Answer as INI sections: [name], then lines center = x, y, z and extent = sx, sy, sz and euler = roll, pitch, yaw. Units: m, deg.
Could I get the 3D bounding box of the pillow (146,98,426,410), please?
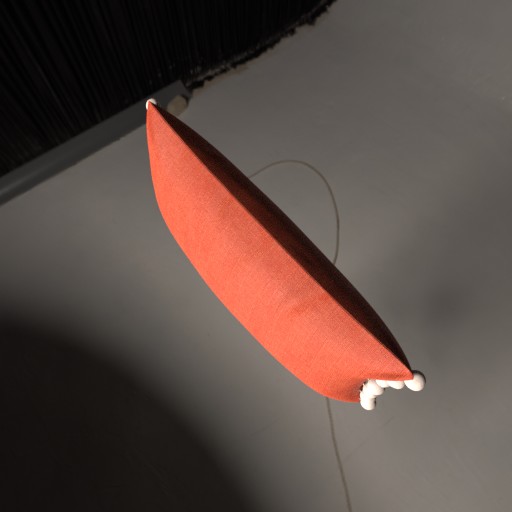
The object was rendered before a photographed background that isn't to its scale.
[pillow]
center = 0.000, 0.000, 0.848
extent = 0.201, 0.322, 0.709
euler = -36, 69, -16
